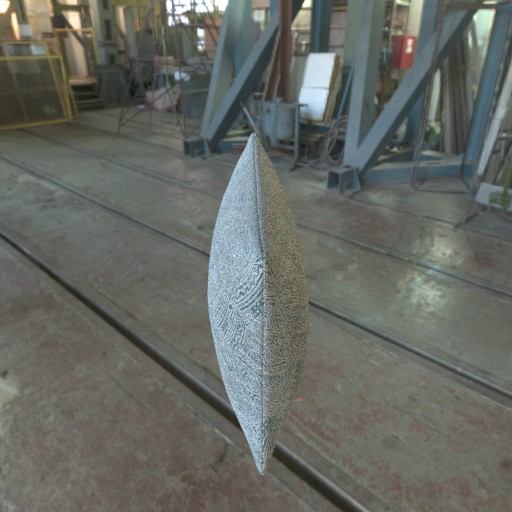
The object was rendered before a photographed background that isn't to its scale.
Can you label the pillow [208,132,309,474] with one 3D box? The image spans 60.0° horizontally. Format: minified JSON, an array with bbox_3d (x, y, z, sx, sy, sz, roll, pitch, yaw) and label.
[{"bbox_3d":[0.000,0.000,0.740,0.151,0.295,0.615,0,26,-1],"label":"pillow"}]
